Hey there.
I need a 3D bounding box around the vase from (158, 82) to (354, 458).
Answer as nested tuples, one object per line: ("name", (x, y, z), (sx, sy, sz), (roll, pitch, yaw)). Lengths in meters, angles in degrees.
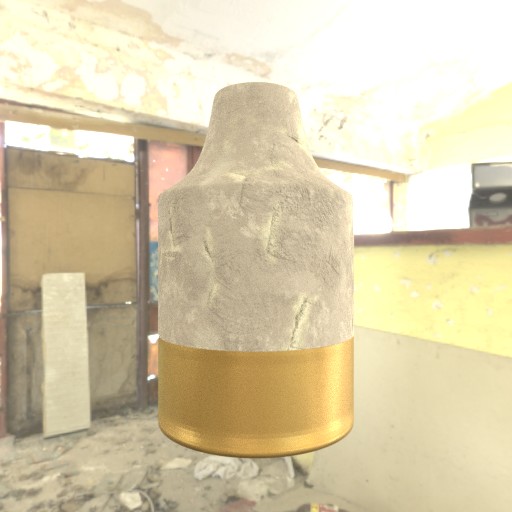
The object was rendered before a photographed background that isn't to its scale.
("vase", (0.000, 0.000, 0.426), (0.184, 0.305, 0.184), (0, 0, 0))
